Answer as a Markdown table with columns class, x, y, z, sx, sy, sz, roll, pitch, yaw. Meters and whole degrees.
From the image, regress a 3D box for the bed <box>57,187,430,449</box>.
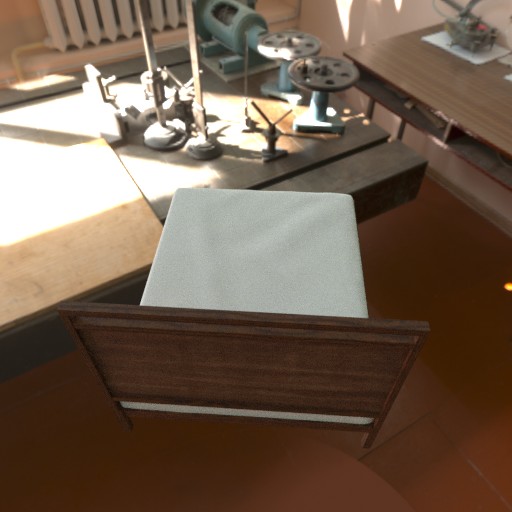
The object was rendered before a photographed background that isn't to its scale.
| class | x | y | z | sx | sy | sz | roll | pitch | yaw |
| --- | --- | --- | --- | --- | --- | --- | --- | --- | --- |
| bed | 0.000 | 0.000 | 3.378 | 1.765 | 1.487 | 2.218 | 3 | 47 | 3 |
